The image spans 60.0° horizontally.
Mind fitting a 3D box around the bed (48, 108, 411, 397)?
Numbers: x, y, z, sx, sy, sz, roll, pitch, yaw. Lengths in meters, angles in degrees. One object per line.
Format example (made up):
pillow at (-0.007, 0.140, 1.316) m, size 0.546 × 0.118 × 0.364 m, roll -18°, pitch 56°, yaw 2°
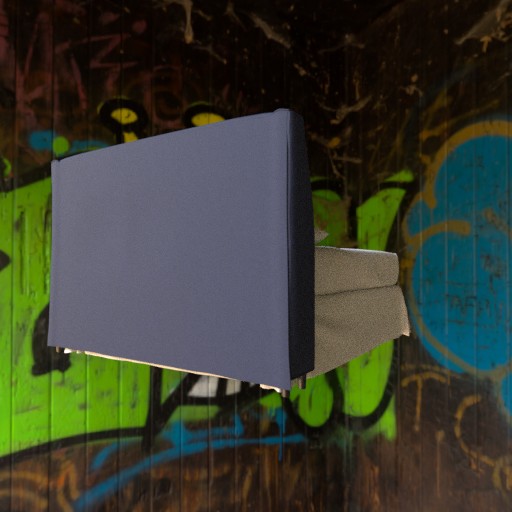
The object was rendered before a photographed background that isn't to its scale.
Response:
bed at (0.000, 0.000, 3.438) m, size 1.925 × 1.332 × 2.276 m, roll -1°, pitch -1°, yaw 34°
